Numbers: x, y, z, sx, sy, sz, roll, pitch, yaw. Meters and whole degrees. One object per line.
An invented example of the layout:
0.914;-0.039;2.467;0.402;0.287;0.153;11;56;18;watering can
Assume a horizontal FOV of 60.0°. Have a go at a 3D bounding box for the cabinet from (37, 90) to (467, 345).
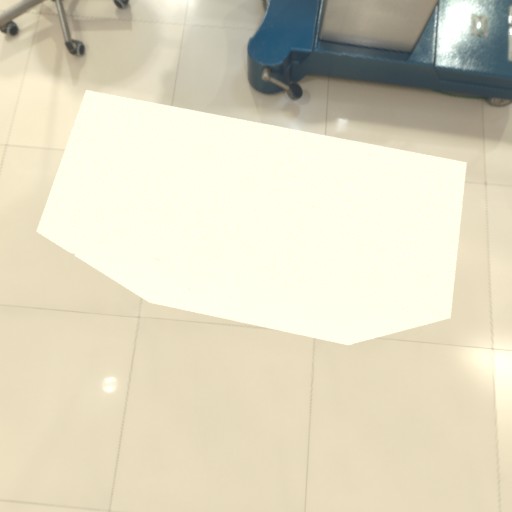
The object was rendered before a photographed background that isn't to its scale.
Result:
0.000;0.000;1.669;1.000;1.190;0.400;12;76;3;cabinet
